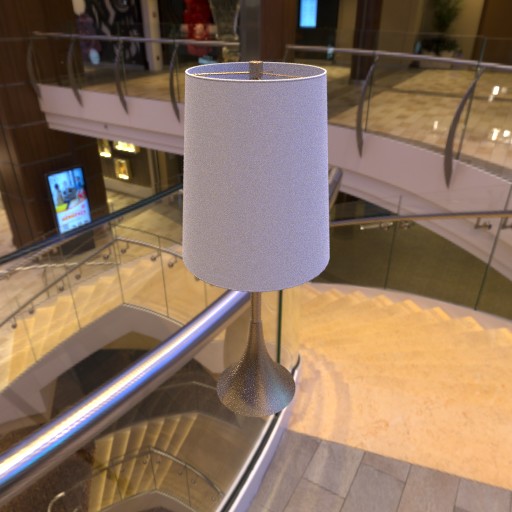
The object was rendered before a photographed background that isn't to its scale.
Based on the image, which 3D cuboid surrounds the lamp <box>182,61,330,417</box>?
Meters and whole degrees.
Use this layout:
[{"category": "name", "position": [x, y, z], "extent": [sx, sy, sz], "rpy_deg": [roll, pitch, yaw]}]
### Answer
[{"category": "lamp", "position": [0.000, 0.000, 0.706], "extent": [0.231, 0.569, 0.231], "rpy_deg": [0, 30, 0]}]
